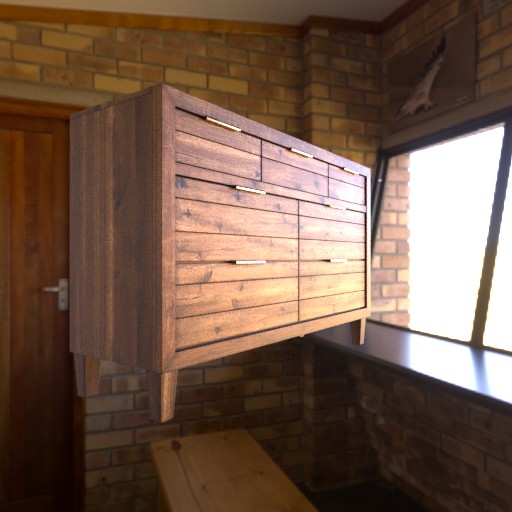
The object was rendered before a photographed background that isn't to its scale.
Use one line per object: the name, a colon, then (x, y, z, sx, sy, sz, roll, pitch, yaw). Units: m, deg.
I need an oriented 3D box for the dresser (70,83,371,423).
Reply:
dresser: (0.000, 0.000, 1.826, 0.438, 0.892, 1.387, 0, 0, 37)
